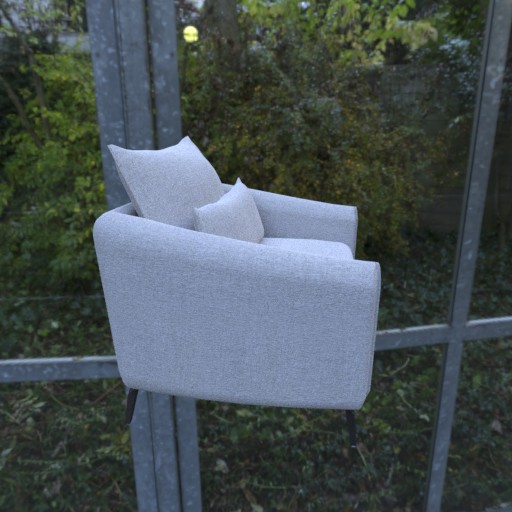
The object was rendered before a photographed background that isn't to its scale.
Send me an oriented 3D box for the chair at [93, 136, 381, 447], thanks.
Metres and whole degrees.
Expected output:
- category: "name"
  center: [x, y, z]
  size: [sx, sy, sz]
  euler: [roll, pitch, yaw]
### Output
- category: "chair"
  center: [0.000, 0.000, 1.668]
  size: [0.801, 0.856, 1.029]
  euler: [2, 17, 8]
